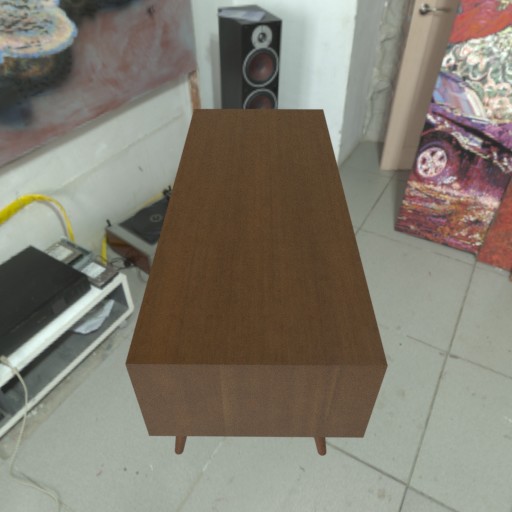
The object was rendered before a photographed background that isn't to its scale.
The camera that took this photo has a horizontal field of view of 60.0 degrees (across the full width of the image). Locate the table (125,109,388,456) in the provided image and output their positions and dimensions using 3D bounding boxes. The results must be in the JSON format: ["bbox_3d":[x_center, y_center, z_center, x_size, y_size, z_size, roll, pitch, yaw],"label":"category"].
[{"bbox_3d":[0.000,0.000,1.381,0.490,0.464,1.119,0,42,0],"label":"table"}]
